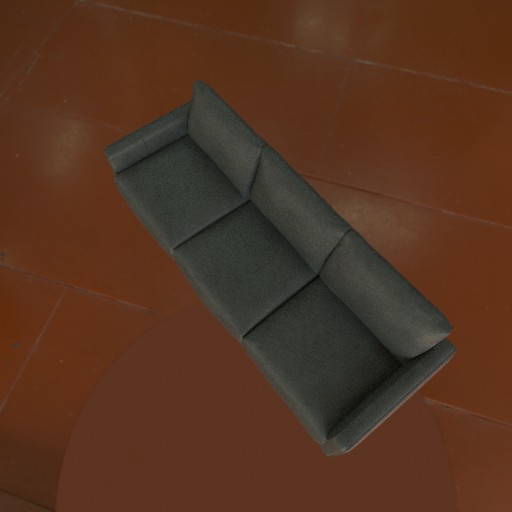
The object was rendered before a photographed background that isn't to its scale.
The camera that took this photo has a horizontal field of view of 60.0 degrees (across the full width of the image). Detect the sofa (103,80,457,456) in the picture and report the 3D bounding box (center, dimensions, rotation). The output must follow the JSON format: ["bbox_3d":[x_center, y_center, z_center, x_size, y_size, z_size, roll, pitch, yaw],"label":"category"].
[{"bbox_3d":[0.000,0.000,2.389,0.748,0.805,2.029,-35,68,-16],"label":"sofa"}]
